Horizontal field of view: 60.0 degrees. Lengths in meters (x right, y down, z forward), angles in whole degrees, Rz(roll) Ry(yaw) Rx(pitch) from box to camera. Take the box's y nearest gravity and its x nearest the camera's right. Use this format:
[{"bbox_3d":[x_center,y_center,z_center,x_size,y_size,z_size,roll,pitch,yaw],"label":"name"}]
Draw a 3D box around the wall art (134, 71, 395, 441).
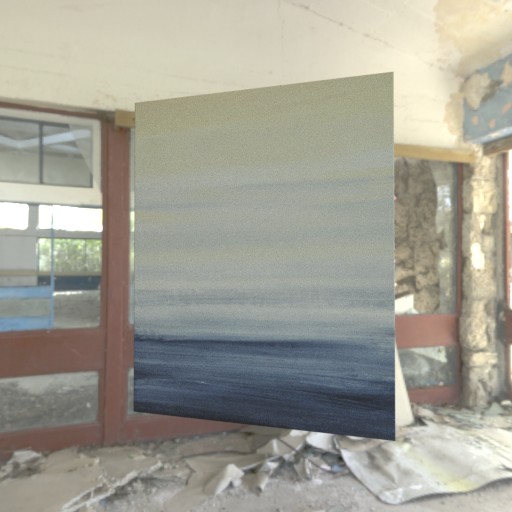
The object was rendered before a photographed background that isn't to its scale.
[{"bbox_3d":[0.000,0.000,0.820,0.489,0.608,0.040,0,-1,17],"label":"wall art"}]
